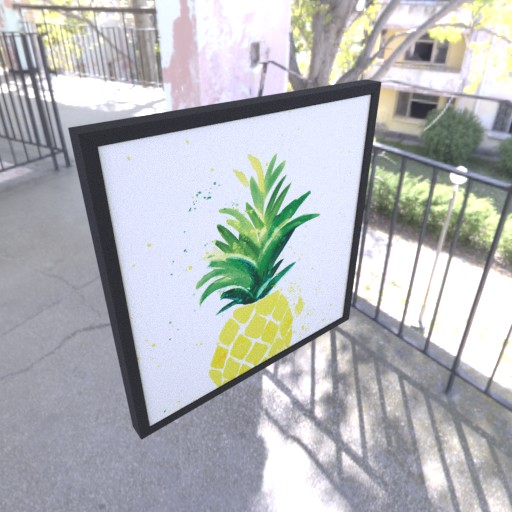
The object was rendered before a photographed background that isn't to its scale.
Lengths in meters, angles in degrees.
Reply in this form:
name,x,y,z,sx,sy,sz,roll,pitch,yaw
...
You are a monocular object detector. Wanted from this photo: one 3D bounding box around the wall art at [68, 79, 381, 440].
name,x,y,z,sx,sy,sz,roll,pitch,yaw
wall art,0.000,0.000,0.749,0.508,0.507,0.033,-22,37,-32
